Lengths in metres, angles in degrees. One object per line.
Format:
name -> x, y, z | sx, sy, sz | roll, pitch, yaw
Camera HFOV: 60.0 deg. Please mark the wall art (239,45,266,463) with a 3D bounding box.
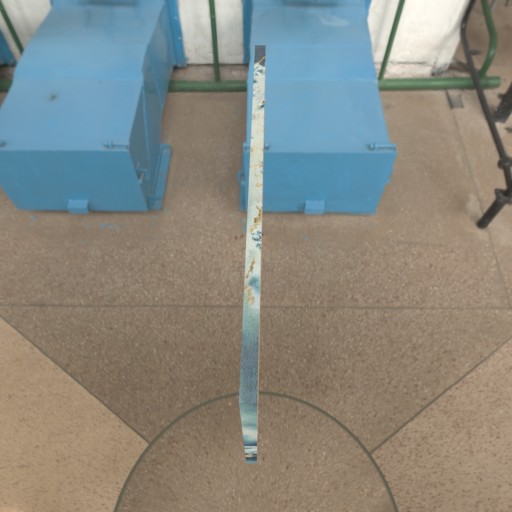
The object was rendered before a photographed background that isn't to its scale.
wall art -> 0.000, 0.000, 1.450 | 0.035, 0.759, 1.138 | 1, 57, 1
